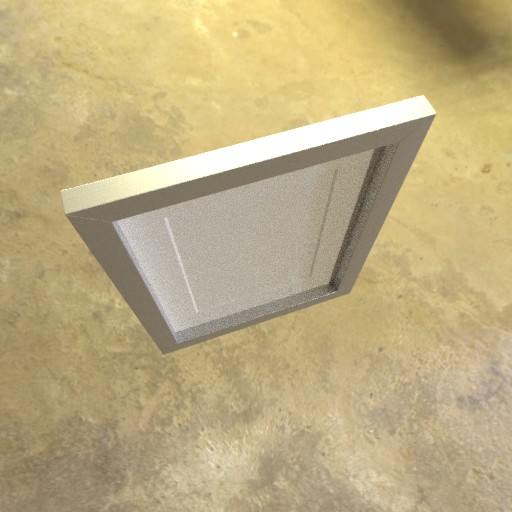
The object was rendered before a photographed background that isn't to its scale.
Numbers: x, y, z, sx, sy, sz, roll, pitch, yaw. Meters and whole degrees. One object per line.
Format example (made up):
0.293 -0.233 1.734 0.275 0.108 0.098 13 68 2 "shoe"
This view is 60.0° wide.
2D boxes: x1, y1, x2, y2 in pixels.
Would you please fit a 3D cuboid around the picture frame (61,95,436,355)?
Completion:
0.000 0.000 0.525 0.307 0.386 0.036 -17 64 -9 "picture frame"
